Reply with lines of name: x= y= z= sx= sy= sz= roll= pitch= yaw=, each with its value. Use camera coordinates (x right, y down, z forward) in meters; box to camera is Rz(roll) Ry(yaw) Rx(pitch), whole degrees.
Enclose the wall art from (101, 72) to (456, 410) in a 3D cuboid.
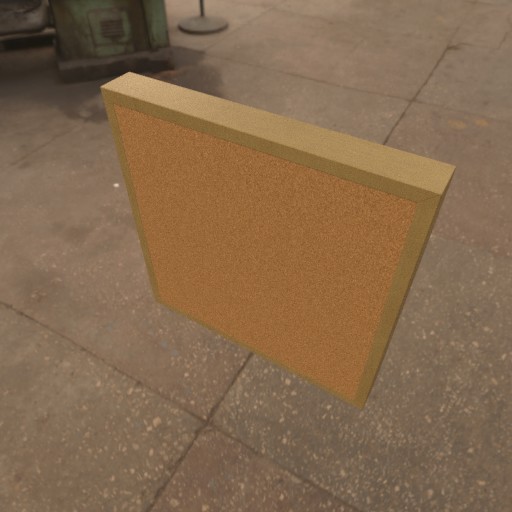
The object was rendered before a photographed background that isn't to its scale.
wall art: x=0.000 y=0.000 z=0.462 sx=0.305 sy=0.305 sz=0.038 roll=23 pitch=50 yaw=21
